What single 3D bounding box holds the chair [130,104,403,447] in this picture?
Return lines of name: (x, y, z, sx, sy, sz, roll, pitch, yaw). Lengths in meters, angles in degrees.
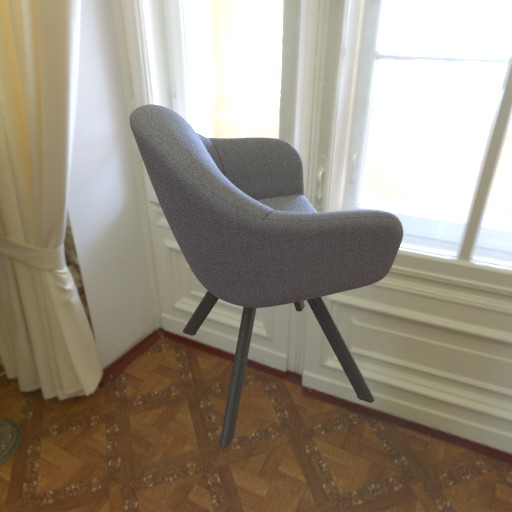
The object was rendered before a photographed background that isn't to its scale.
chair: (0.000, 0.000, 1.180, 0.550, 0.795, 0.590, -10, 32, -17)
